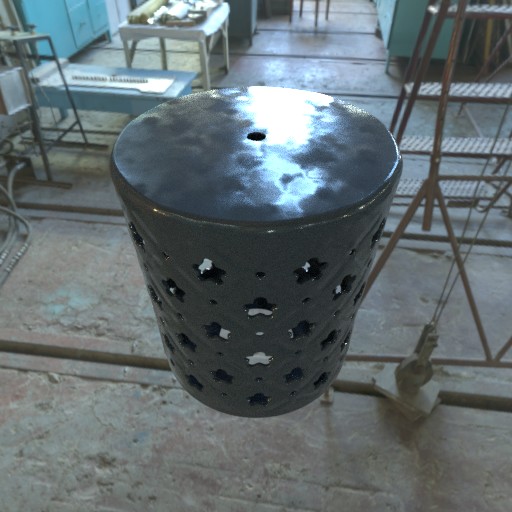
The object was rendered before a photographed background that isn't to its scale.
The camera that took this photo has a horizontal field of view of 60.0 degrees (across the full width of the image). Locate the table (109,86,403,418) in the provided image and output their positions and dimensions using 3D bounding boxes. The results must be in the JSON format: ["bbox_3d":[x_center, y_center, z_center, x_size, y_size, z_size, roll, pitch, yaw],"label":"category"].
[{"bbox_3d":[0.000,0.000,0.665,0.352,0.387,0.352,0,42,0],"label":"table"}]
